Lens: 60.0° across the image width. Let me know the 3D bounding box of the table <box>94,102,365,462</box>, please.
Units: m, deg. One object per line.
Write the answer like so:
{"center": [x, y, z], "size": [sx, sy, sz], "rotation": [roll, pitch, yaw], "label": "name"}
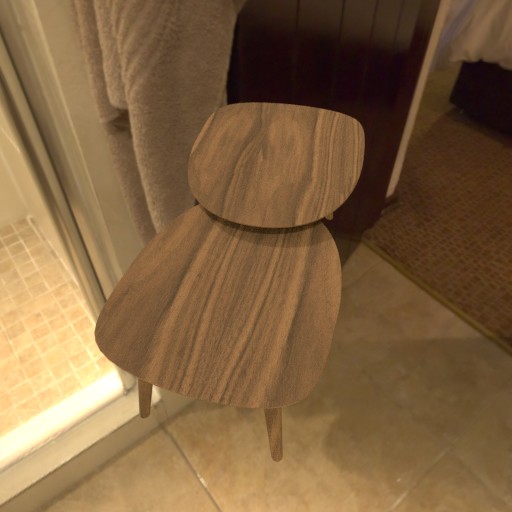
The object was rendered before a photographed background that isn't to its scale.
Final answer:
{"center": [0.000, 0.000, 1.339], "size": [0.527, 0.429, 1.084], "rotation": [11, 47, 10], "label": "table"}
